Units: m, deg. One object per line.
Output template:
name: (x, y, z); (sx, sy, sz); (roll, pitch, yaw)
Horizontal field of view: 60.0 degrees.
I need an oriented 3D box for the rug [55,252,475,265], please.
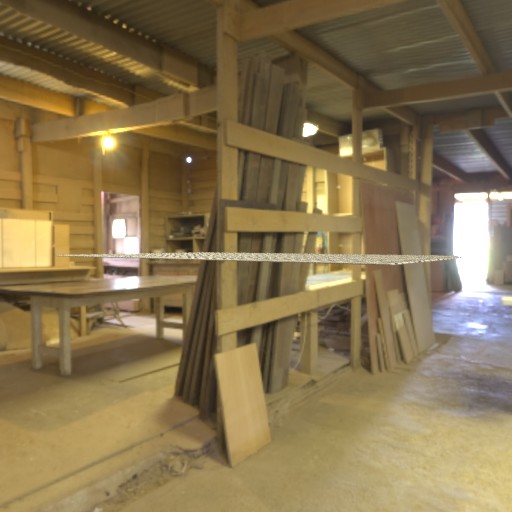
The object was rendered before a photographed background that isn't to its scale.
rug: (0.000, 0.000, 3.009); (2.438, 0.008, 1.523); (1, 2, 37)
